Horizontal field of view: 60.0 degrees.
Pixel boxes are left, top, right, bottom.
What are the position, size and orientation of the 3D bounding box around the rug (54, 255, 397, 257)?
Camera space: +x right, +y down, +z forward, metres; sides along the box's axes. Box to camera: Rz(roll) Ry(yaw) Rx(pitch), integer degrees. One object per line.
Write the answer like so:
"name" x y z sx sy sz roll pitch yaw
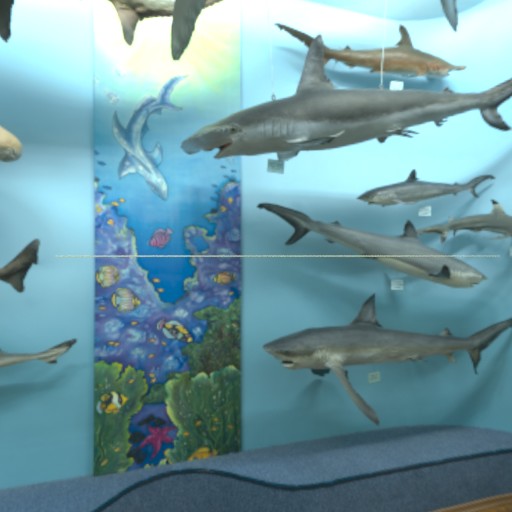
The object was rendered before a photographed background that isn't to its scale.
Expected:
"rug" 0.000 0.000 4.040 3.067 0.005 2.454 0 0 -17
